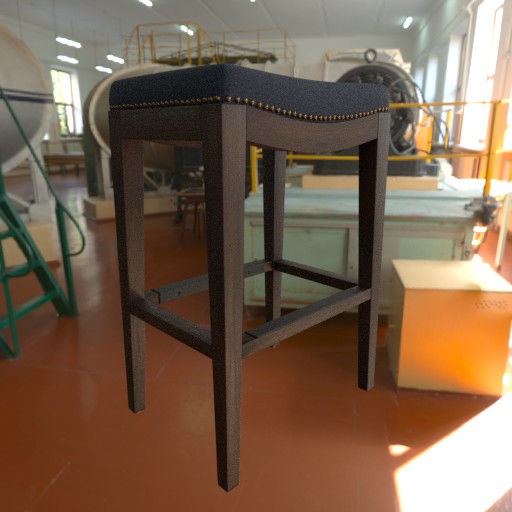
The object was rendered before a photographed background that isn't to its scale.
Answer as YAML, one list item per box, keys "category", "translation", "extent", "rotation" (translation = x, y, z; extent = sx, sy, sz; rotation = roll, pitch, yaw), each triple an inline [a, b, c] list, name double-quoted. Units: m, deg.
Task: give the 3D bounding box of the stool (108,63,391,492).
- category: "stool"
  translation: [0.000, 0.000, 0.999]
  extent: [0.498, 0.740, 0.358]
  rotation: [-15, 21, -42]
